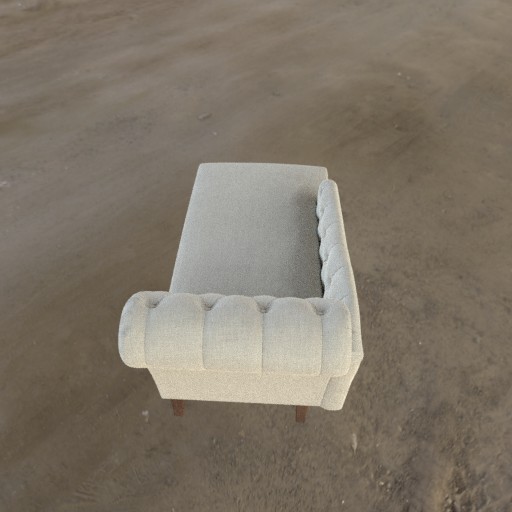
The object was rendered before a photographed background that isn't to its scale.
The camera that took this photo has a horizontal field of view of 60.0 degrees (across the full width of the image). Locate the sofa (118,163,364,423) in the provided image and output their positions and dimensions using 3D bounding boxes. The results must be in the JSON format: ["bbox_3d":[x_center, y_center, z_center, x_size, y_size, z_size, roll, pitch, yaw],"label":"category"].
[{"bbox_3d":[0.000,0.000,1.813,0.675,0.787,1.379,2,46,2],"label":"sofa"}]
